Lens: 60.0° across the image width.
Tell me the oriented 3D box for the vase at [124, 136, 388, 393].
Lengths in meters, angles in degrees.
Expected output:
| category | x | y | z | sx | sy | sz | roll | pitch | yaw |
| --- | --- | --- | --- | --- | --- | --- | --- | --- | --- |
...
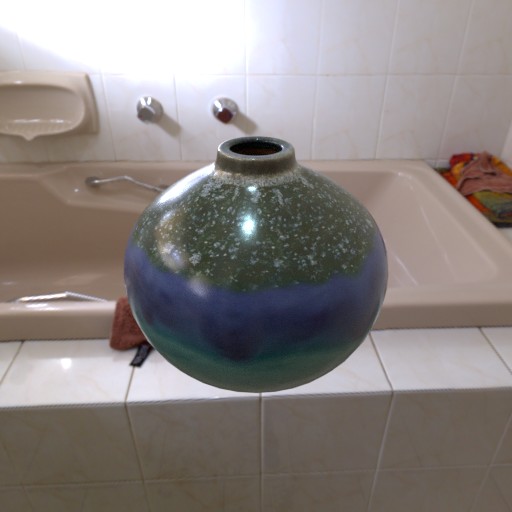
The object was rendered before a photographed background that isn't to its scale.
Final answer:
| category | x | y | z | sx | sy | sz | roll | pitch | yaw |
| --- | --- | --- | --- | --- | --- | --- | --- | --- | --- |
| vase | 0.000 | 0.000 | 0.264 | 0.154 | 0.133 | 0.154 | 0 | 31 | 0 |
